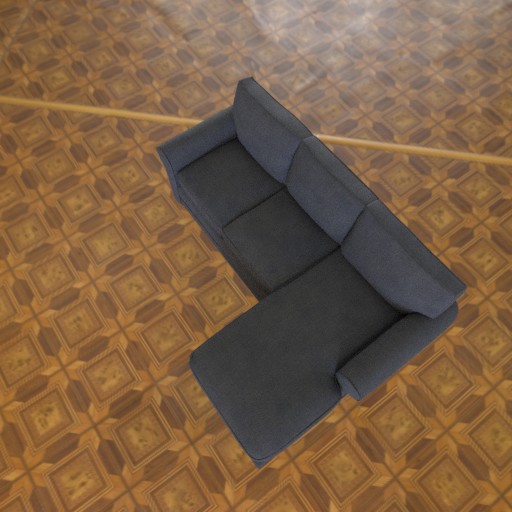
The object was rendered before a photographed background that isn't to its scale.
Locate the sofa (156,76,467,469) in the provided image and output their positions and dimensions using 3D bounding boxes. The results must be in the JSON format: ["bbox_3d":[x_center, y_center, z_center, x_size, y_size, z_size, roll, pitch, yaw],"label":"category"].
[{"bbox_3d":[0.000,0.000,3.436,1.780,1.063,2.567,-34,69,-15],"label":"sofa"}]
